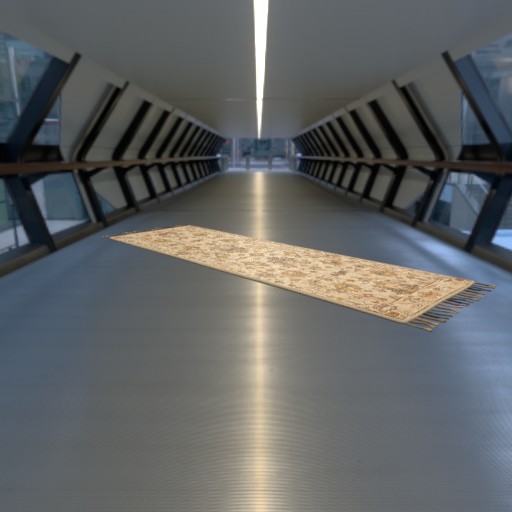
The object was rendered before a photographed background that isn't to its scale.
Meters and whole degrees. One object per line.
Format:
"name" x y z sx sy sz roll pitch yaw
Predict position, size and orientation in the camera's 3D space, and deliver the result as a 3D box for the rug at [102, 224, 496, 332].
"rug" 0.000 0.000 2.627 2.438 0.021 0.729 13 19 43
